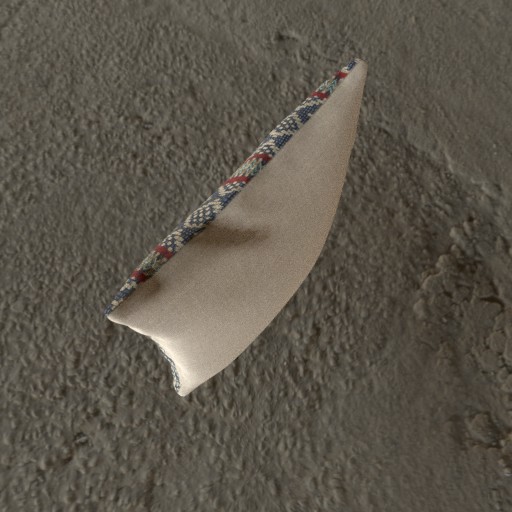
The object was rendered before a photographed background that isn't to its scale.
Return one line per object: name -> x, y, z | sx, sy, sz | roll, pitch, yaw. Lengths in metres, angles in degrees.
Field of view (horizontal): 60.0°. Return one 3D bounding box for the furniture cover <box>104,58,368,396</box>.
furniture cover -> 0.000, 0.000, 0.665 | 0.139, 0.431, 0.431 | 36, 69, 16
